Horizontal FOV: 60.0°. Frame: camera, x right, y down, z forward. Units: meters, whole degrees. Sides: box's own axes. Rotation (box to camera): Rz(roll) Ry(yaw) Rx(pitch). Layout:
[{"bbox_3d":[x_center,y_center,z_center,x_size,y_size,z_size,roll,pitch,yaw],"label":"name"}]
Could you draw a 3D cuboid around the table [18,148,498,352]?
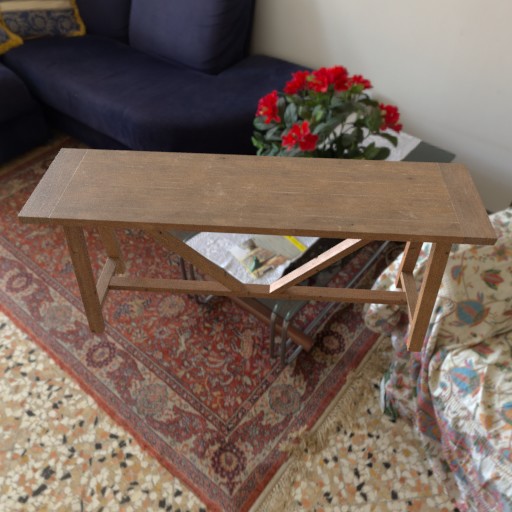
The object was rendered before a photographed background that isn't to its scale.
[{"bbox_3d":[0.000,0.000,2.109,1.800,0.810,0.465,3,47,3],"label":"table"}]
